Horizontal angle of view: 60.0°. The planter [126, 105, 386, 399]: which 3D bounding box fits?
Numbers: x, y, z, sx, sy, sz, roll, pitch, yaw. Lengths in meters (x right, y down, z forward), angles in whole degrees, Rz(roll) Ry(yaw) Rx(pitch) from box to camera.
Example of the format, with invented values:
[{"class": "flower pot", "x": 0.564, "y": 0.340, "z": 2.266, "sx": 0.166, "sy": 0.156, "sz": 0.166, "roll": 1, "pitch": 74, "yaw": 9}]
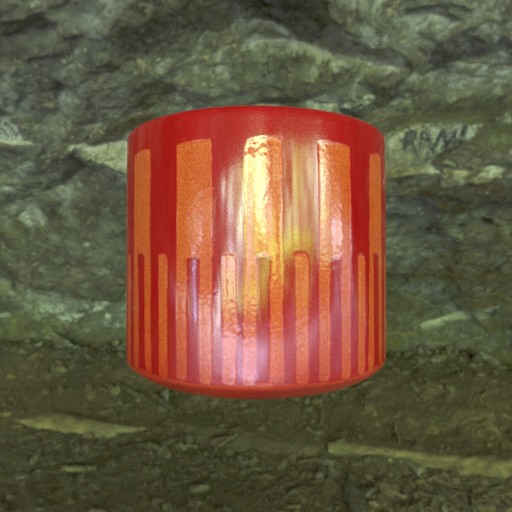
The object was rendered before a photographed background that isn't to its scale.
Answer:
[{"class": "planter", "x": 0.000, "y": 0.000, "z": 0.409, "sx": 0.230, "sy": 0.202, "sz": 0.230, "roll": 0, "pitch": 0, "yaw": 0}]
